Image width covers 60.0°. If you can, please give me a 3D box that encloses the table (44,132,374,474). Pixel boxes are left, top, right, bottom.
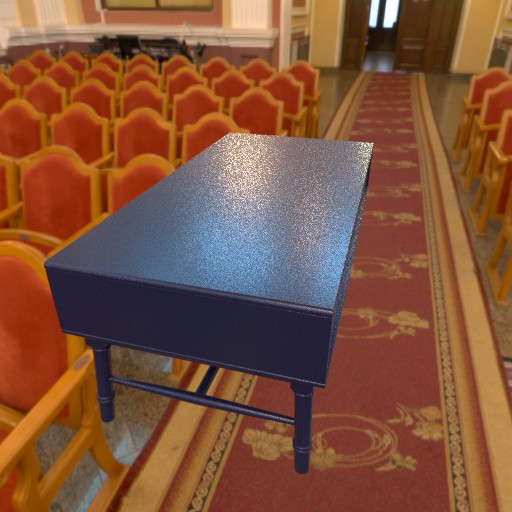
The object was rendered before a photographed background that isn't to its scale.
[{"bbox_3d":[0.000,0.000,1.334,0.572,0.457,1.067,8,30,14],"label":"table"}]
